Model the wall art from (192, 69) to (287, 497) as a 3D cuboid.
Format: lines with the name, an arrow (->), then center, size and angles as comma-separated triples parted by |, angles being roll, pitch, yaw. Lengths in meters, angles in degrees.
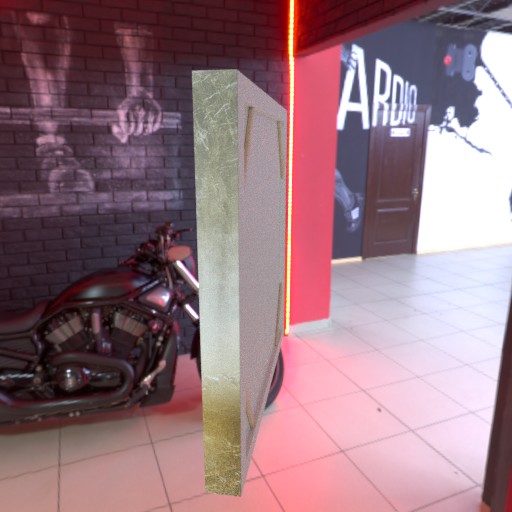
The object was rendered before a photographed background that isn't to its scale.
wall art -> 0.000, 0.000, 0.601 | 0.038, 0.407, 0.405 | 2, 14, 9
